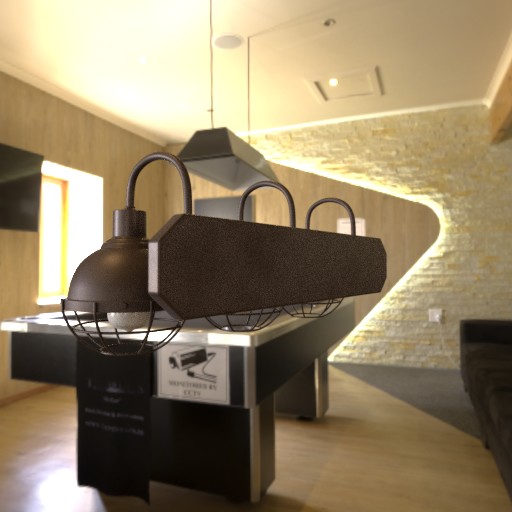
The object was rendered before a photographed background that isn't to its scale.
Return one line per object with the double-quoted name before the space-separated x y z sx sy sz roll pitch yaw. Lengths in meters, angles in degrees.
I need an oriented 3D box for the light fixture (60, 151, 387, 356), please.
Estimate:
"light fixture" 0.000 0.000 0.757 0.229 0.254 0.634 -1 -1 36
